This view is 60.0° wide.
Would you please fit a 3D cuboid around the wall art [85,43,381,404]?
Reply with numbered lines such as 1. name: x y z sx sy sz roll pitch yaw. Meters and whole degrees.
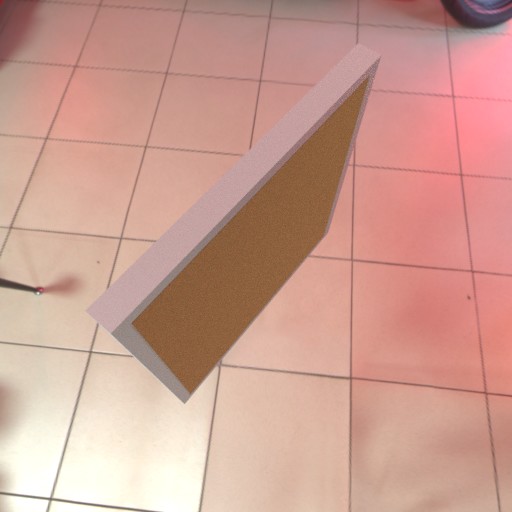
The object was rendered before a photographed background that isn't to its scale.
1. wall art: 0.000 0.000 0.757 0.038 0.506 0.506 36 69 16
